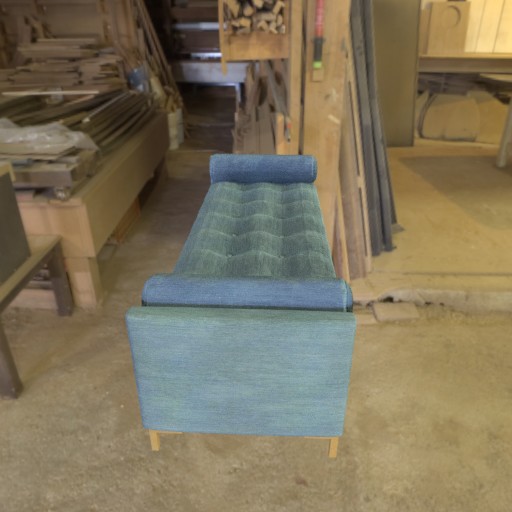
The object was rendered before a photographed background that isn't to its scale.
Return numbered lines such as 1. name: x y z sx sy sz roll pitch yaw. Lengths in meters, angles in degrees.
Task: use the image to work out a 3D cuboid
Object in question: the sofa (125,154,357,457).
1. sofa: 0.000 0.000 2.505 0.796 0.705 2.102 1 27 2
